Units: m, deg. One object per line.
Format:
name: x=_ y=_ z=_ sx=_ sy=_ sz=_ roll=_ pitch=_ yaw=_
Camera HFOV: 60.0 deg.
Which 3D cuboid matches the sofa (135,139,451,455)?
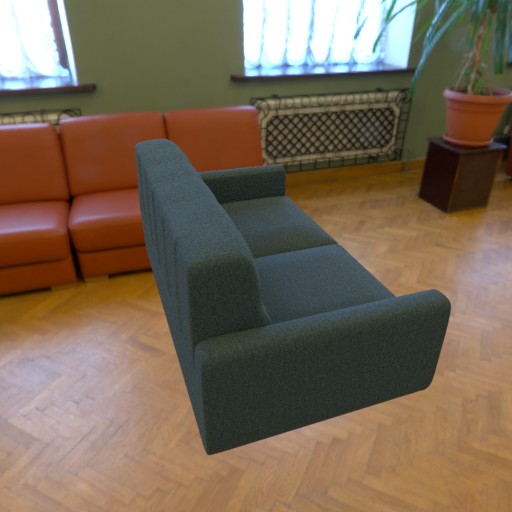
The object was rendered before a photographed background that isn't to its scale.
sofa: x=0.000 y=0.000 z=2.190 sx=0.942 sy=0.896 sz=1.651 roll=-10 pitch=32 yaw=-17
